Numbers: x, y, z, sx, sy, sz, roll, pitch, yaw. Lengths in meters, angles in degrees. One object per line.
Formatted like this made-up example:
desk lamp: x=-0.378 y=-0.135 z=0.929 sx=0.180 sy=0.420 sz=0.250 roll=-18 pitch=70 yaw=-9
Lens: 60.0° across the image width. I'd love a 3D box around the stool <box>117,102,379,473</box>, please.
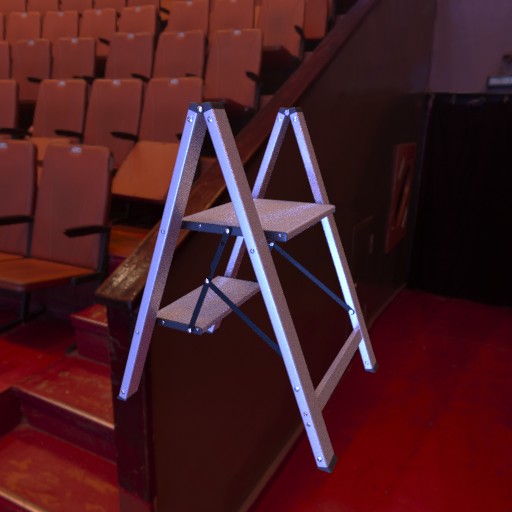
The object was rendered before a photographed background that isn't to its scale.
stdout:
stool: x=0.000 y=0.000 z=1.041 sx=0.535 sy=0.670 sz=0.440 roll=8 pitch=19 yaw=25
